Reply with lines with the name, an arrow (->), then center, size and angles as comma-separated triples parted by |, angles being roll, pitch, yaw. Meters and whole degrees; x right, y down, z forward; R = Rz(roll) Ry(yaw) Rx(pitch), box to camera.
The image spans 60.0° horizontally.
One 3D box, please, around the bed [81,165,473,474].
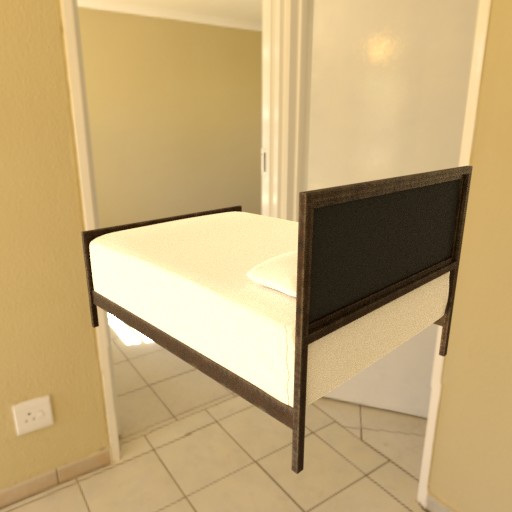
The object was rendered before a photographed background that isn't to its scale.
bed -> 0.000, 0.000, 3.177 | 1.607, 1.313, 2.221 | -16, 23, -42
